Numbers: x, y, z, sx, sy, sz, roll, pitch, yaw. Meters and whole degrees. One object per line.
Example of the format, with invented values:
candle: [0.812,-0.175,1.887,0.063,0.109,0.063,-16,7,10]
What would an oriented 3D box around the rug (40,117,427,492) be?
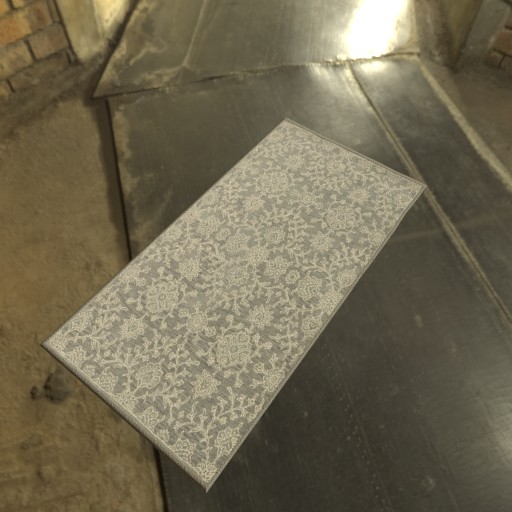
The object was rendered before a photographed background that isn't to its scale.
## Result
rug: [0.000,0.000,3.555,1.546,0.011,3.048,32,62,19]
